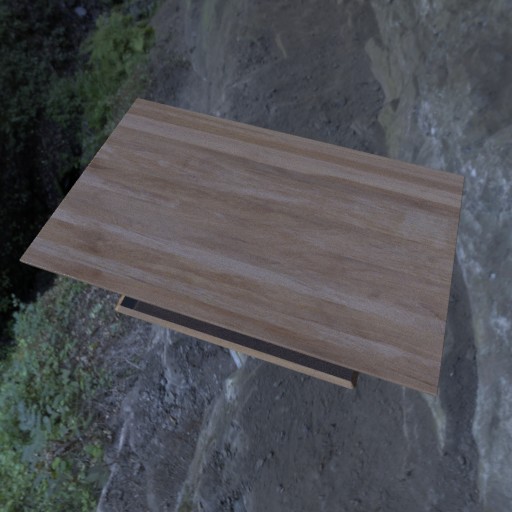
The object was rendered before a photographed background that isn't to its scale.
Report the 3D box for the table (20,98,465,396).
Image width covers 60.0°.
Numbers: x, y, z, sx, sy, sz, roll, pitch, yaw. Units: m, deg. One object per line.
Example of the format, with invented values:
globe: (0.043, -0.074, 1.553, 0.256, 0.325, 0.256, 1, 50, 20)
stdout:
table: (0.000, 0.000, 1.450, 1.100, 0.441, 0.692, 16, 60, 10)
